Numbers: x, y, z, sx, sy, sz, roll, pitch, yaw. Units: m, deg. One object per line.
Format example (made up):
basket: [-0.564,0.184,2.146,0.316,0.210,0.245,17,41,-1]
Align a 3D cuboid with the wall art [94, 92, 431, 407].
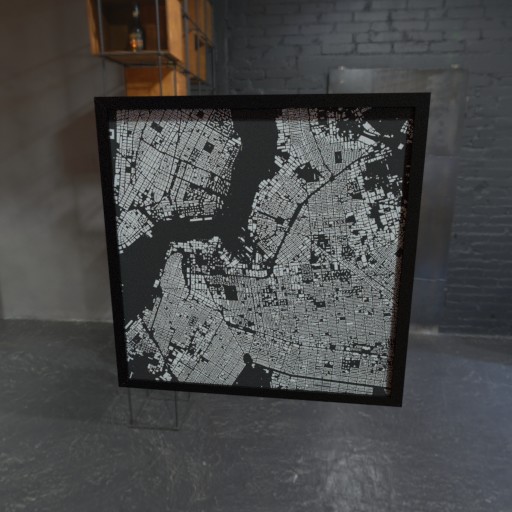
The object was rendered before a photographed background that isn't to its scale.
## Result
wall art: [0.000,0.000,0.741,0.506,0.506,0.038,2,15,7]
